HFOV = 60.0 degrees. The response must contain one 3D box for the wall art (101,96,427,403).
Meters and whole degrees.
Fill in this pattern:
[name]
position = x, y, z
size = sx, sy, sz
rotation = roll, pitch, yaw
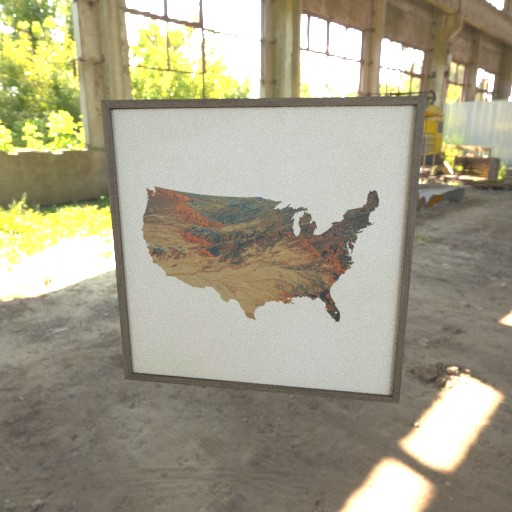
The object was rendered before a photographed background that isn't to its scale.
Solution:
[wall art]
position = 0.000, 0.000, 0.754
size = 0.508, 0.507, 0.016
rotation = 2, 15, 9
